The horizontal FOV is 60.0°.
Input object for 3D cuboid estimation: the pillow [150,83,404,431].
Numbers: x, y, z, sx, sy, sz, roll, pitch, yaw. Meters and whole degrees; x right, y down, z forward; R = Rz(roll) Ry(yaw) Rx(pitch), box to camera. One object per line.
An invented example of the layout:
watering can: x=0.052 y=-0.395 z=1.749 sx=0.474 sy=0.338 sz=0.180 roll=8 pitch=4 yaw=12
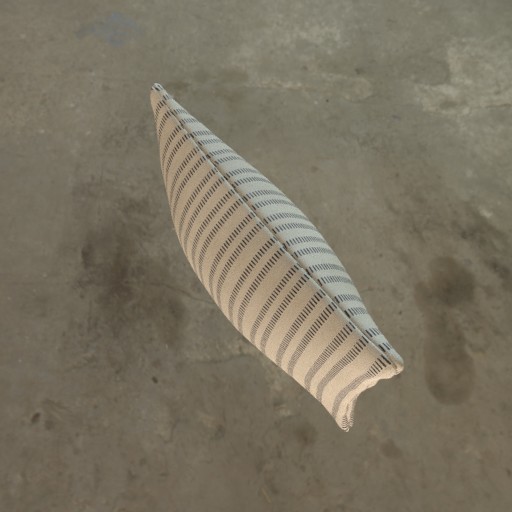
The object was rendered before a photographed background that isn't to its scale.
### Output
pillow: x=0.000 y=0.000 z=0.809 sx=0.210 sy=0.353 sz=0.640 roll=-30 pitch=63 yaw=-17
